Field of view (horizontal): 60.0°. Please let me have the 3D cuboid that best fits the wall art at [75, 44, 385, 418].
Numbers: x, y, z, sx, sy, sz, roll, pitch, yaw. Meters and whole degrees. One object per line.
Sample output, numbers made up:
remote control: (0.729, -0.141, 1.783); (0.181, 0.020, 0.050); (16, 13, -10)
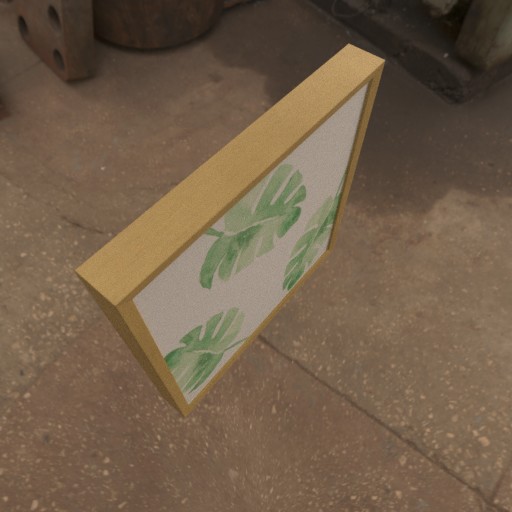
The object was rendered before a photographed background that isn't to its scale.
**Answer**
wall art: (0.000, 0.000, 0.458); (0.038, 0.305, 0.305); (35, 65, 20)
